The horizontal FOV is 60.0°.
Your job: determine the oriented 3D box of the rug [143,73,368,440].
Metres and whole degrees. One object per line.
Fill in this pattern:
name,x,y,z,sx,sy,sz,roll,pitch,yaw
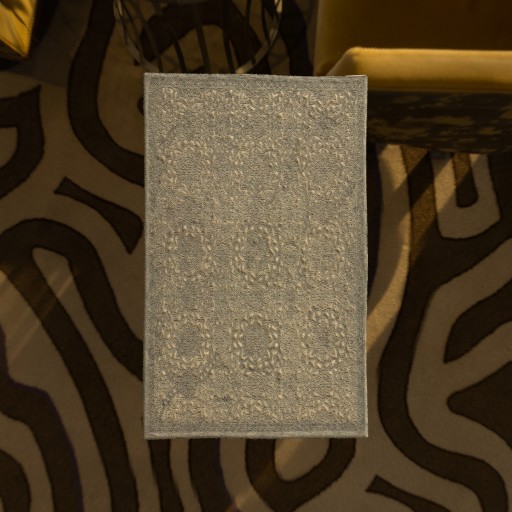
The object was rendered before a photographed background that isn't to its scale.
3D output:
rug,0.000,0.000,3.029,1.535,0.022,2.498,0,90,-1
